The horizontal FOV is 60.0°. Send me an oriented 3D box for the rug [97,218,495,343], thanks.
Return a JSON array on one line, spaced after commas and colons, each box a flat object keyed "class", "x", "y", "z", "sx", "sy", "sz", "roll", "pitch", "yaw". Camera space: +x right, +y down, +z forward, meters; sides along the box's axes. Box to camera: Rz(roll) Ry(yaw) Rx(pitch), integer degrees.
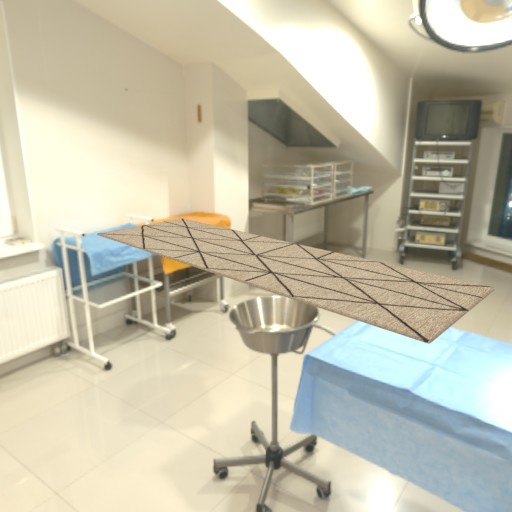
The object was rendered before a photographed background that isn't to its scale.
[{"class": "rug", "x": 0.000, "y": 0.000, "z": 2.663, "sx": 2.438, "sy": 0.012, "sz": 0.762, "roll": 15, "pitch": 22, "yaw": 41}]
